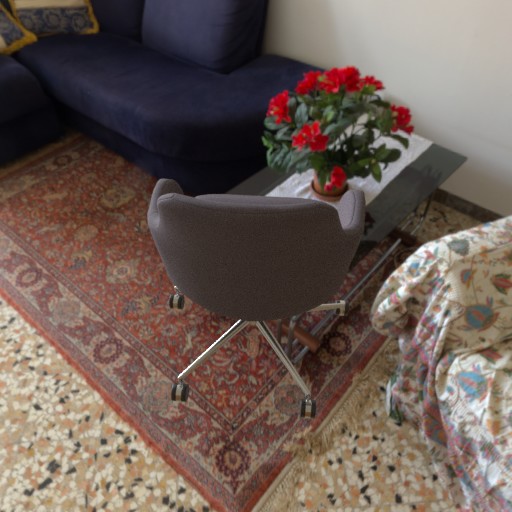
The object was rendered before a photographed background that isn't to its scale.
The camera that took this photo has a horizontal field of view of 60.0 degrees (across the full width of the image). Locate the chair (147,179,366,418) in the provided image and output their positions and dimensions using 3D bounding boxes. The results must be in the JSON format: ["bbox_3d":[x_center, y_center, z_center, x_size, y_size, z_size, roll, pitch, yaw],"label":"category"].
[{"bbox_3d":[0.000,0.000,1.289,0.655,0.820,0.600,4,47,4],"label":"chair"}]
